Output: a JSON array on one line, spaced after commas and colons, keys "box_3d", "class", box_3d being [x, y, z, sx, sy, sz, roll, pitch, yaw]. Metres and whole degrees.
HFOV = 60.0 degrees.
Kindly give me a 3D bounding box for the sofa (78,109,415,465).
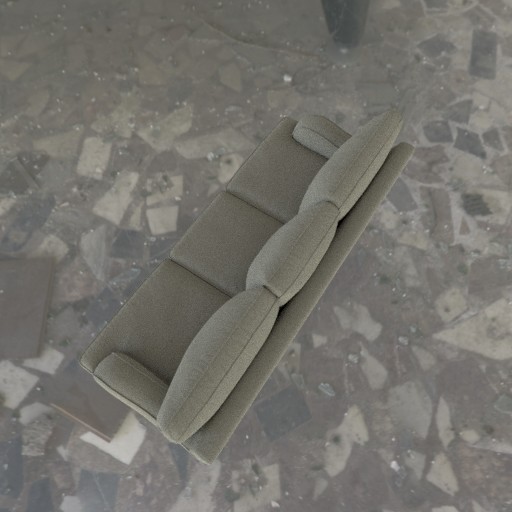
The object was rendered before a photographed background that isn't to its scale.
[{"box_3d": [0.000, 0.000, 2.859, 1.016, 0.997, 2.323, 31, 68, 14], "class": "sofa"}]
